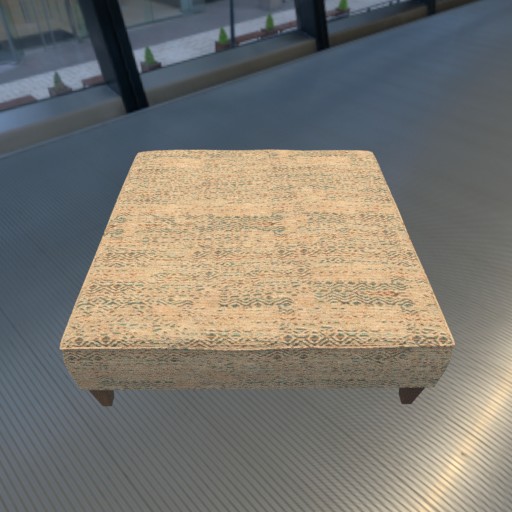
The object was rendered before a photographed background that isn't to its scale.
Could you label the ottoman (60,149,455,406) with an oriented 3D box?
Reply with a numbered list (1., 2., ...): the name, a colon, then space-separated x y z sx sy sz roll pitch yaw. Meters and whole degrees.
1. ottoman: 0.000 0.000 1.533 0.968 0.356 1.004 0 41 0
